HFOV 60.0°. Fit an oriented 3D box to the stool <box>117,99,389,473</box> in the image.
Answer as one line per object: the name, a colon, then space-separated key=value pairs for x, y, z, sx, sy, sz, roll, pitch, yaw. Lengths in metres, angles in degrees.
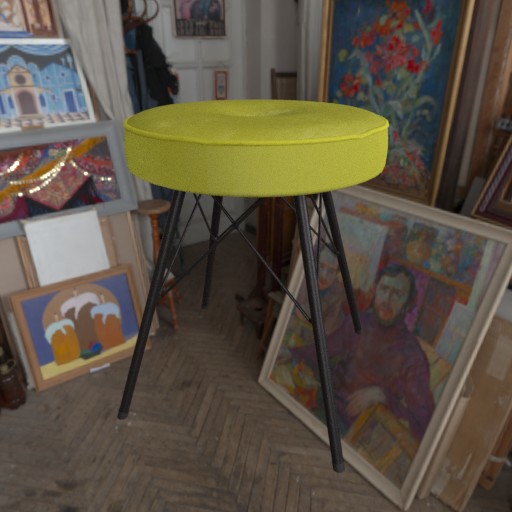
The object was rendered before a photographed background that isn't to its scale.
stool: x=0.000 y=0.000 z=0.799 sx=0.409 sy=0.508 sz=0.409 roll=7 pitch=26 yaw=15
